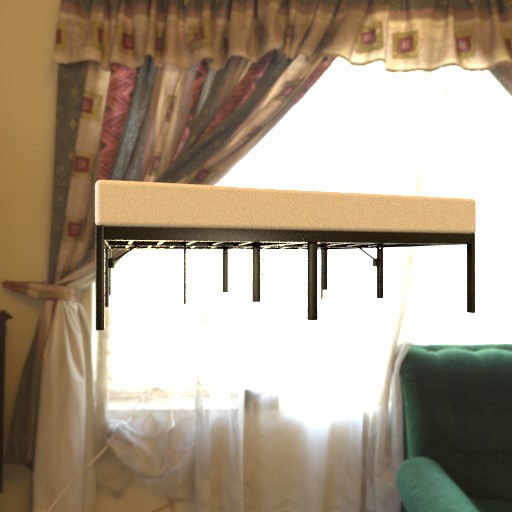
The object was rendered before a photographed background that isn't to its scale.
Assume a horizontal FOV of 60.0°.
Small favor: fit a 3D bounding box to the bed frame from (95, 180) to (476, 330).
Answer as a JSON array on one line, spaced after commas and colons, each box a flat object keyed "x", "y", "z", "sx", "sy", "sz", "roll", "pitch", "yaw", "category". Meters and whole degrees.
[{"x": 0.000, "y": 0.000, "z": 3.160, "sx": 2.079, "sy": 0.659, "sz": 1.963, "roll": 0, "pitch": 0, "yaw": -17, "category": "bed frame"}]
